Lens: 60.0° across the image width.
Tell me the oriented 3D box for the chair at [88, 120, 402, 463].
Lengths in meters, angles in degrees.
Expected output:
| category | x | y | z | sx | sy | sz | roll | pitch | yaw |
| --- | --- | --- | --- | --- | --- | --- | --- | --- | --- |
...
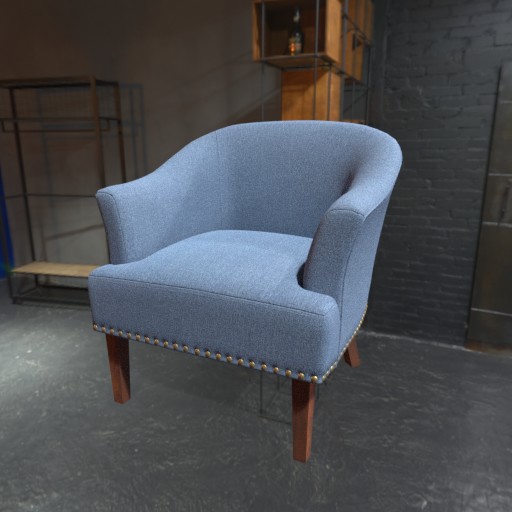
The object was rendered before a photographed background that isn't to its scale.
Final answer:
| category | x | y | z | sx | sy | sz | roll | pitch | yaw |
| --- | --- | --- | --- | --- | --- | --- | --- | --- | --- |
| chair | 0.000 | 0.000 | 1.344 | 0.772 | 0.815 | 0.704 | 7 | 16 | 25 |
